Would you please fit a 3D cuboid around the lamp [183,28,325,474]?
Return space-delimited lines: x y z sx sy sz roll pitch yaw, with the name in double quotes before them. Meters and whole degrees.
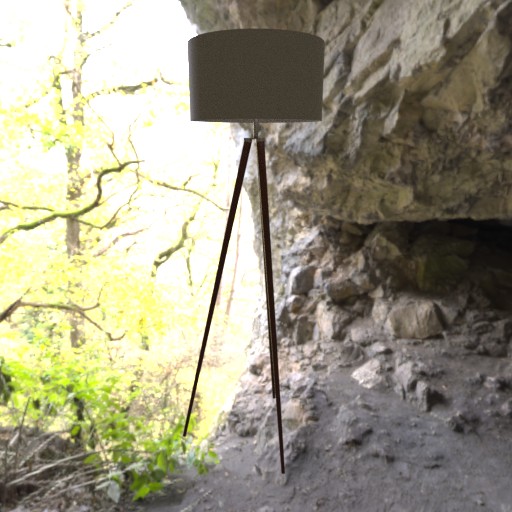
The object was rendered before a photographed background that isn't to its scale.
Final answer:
"lamp" 0.000 0.000 1.773 0.483 1.553 0.483 8 17 26
